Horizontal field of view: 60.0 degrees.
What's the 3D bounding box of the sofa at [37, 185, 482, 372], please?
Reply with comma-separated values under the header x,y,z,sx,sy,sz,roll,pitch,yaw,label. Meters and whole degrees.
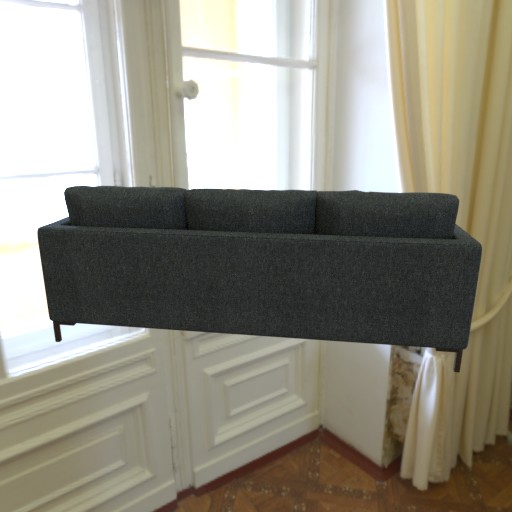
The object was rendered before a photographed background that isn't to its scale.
x,y,z,sx,sy,sz,roll,pitch,yaw,label
0.000,0.000,2.624,2.218,0.874,0.859,2,17,8,sofa
